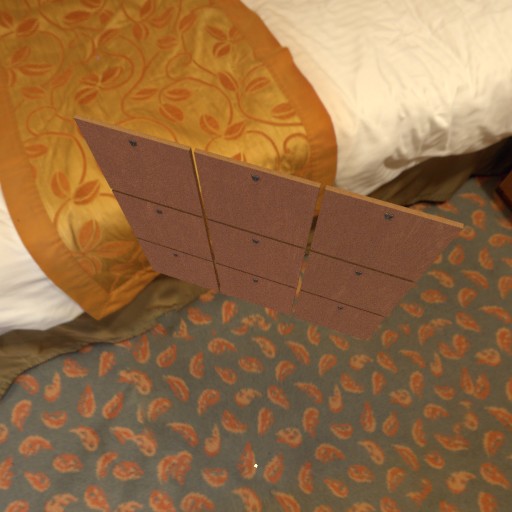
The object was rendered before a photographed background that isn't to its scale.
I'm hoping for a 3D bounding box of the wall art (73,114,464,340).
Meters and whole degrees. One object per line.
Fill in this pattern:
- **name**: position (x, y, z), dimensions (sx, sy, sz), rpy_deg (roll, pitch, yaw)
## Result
- **wall art**: position (0.000, 0.000, 1.400), dimensions (0.915, 0.913, 0.018), rpy_deg (17, 66, 8)
